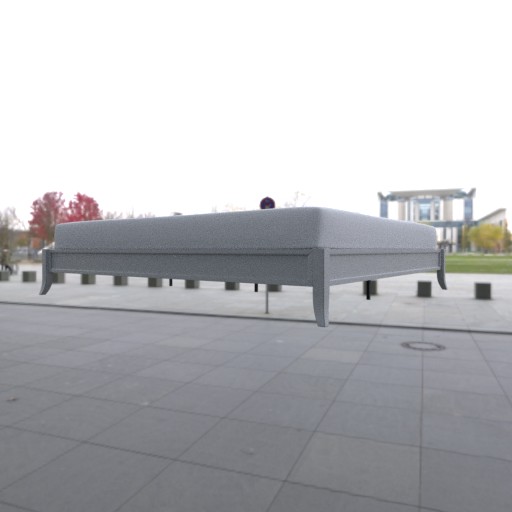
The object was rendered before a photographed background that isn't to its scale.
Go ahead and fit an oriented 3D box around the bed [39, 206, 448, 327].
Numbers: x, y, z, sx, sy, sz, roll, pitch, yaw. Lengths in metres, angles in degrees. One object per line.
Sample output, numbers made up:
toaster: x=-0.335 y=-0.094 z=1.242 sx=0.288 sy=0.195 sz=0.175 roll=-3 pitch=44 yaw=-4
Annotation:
bed: x=0.000 y=0.000 z=3.134 sx=2.108 sy=0.510 sz=2.007 roll=1 pitch=1 yaw=36
